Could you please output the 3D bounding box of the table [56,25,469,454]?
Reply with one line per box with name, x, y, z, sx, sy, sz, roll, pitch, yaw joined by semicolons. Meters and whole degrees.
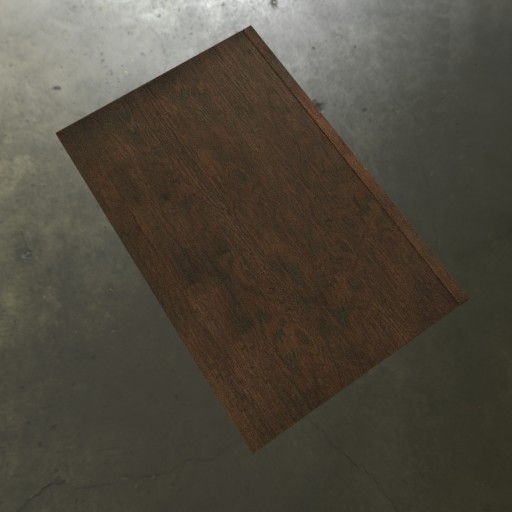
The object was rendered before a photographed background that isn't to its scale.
table;0.000;0.000;1.264;0.542;0.746;0.767;-33;77;-8
